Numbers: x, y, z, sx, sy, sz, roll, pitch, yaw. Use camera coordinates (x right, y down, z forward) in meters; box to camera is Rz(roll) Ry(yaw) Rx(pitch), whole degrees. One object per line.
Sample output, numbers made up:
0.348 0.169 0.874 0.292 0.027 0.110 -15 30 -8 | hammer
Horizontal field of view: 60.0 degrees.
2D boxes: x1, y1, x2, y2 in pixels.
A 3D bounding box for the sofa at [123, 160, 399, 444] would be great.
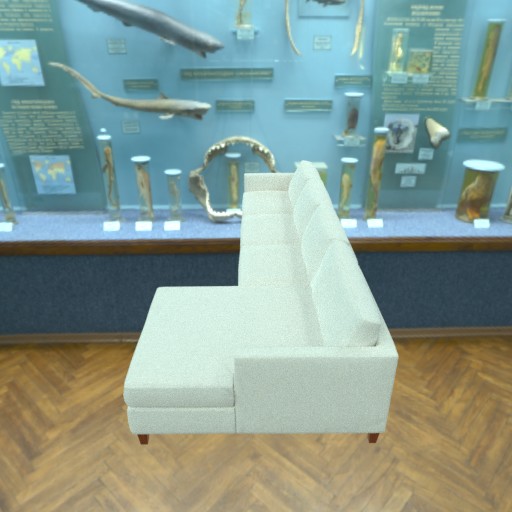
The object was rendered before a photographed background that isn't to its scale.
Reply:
0.000 0.000 4.108 1.606 0.954 3.471 0 28 0 | sofa
